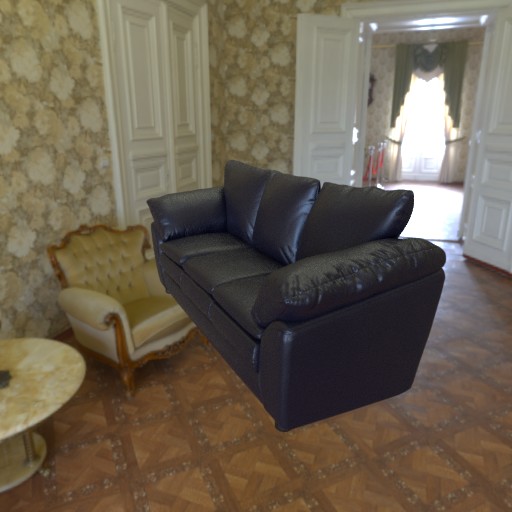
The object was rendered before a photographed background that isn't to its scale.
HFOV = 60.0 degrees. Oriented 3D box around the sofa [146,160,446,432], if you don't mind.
[{"bbox_3d":[0.000,0.000,2.869,0.880,1.073,2.336,-8,18,-25],"label":"sofa"}]
